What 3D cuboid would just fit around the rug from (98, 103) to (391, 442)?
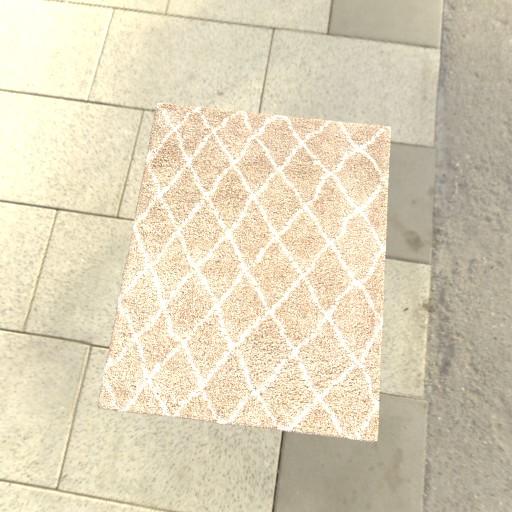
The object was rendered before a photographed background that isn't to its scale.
[{"bbox_3d":[0.000,0.000,4.209,2.438,0.029,3.047,6,75,2],"label":"rug"}]
